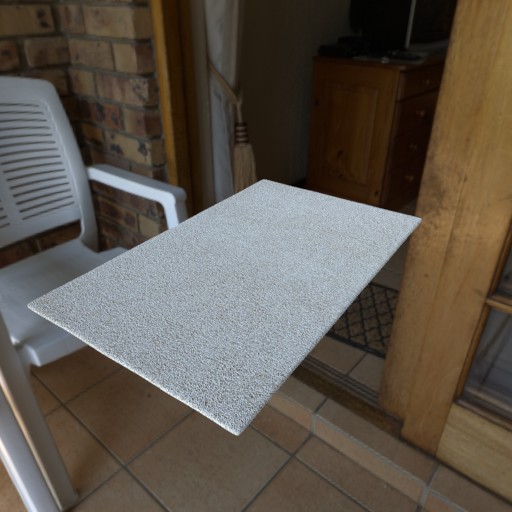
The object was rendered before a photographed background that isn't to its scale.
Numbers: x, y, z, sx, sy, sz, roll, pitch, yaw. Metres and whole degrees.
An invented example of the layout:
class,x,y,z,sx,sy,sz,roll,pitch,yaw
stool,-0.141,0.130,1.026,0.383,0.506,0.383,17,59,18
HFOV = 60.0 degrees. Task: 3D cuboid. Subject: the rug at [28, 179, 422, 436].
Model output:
class,x,y,z,sx,sy,sz,roll,pitch,yaw
rug,0.000,0.000,3.034,1.524,0.030,2.438,20,36,29
